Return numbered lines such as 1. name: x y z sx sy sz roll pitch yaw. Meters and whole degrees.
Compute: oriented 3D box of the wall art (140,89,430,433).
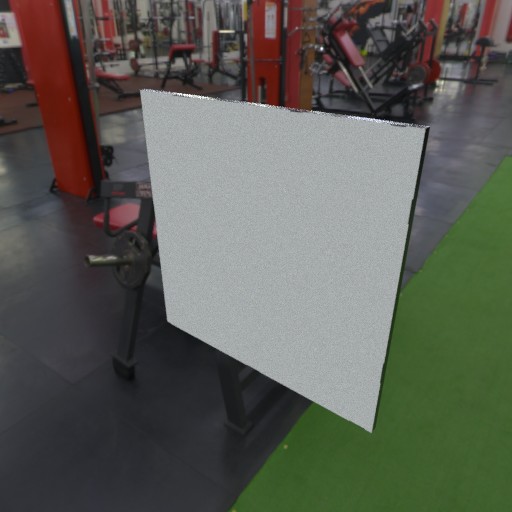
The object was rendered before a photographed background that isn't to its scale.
1. wall art: 0.000 0.000 0.678 0.446 0.445 0.014 20 34 33
